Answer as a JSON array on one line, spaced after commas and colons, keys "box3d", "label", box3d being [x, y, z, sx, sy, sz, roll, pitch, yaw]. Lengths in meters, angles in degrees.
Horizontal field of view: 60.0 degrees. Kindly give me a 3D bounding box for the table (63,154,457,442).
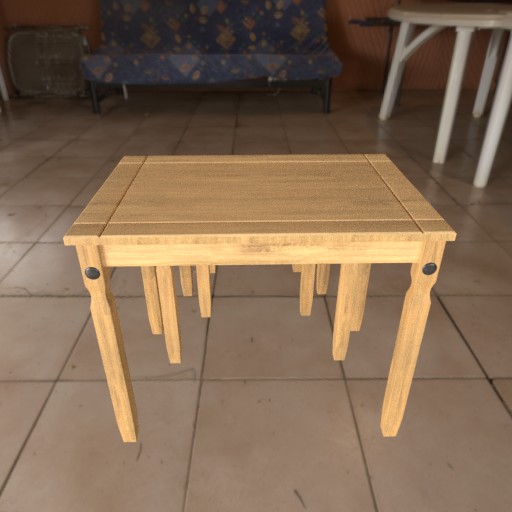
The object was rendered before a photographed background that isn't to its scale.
[{"box3d": [0.000, 0.000, 1.209, 0.660, 0.535, 0.773, -1, 30, -1], "label": "table"}]
